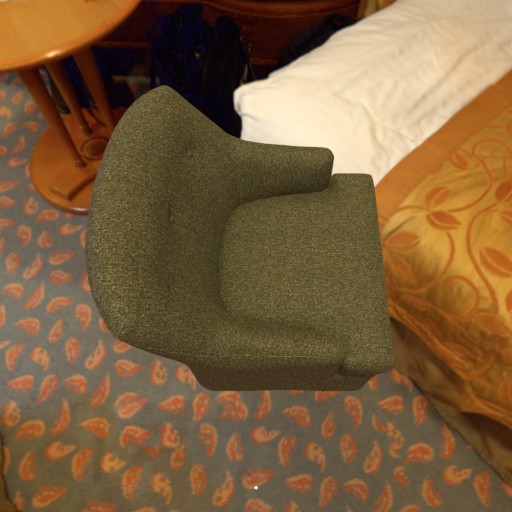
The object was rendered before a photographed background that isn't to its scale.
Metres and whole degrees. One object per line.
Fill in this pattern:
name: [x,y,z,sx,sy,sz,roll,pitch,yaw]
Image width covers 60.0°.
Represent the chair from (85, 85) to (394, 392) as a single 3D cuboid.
chair: [0.000,0.000,1.586,0.923,0.856,0.864,2,62,1]
